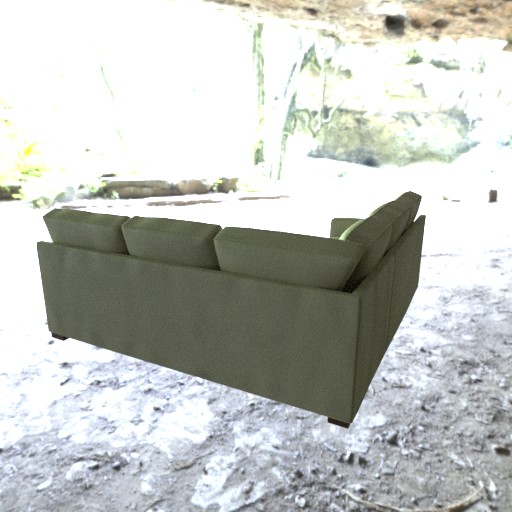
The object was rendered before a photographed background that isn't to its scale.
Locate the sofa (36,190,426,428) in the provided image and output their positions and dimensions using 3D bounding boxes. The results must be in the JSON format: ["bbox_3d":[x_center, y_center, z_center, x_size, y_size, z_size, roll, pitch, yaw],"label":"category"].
[{"bbox_3d":[0.000,0.000,3.443,2.189,0.939,2.182,8,18,26],"label":"sofa"}]
